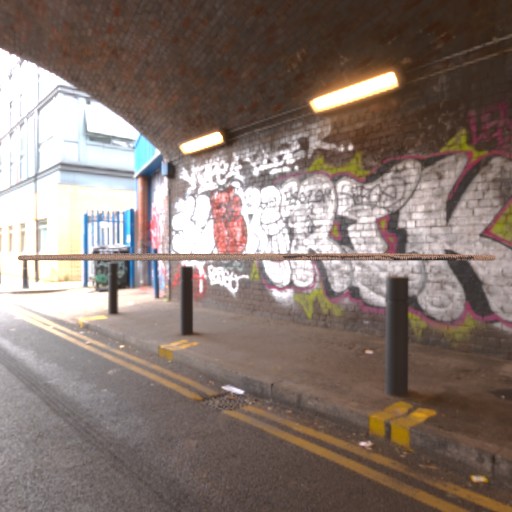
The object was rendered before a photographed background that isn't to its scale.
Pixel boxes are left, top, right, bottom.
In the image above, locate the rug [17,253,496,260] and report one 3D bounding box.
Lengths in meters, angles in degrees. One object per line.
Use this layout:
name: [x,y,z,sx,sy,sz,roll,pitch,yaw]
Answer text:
rug: [0.000,0.000,2.322,1.847,0.020,1.238,0,1,-1]
